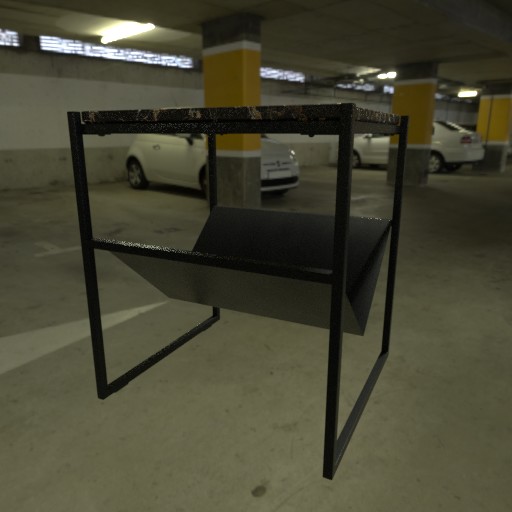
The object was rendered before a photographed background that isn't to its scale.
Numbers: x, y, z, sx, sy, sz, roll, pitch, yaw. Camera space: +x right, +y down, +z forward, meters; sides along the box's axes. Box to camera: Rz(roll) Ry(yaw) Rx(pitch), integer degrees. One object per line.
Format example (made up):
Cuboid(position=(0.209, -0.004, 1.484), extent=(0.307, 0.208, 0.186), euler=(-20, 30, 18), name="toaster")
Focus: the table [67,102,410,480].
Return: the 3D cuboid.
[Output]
Cuboid(position=(0.000, 0.000, 0.871), extent=(0.469, 0.534, 0.432), euler=(8, 17, 26), name="table")
